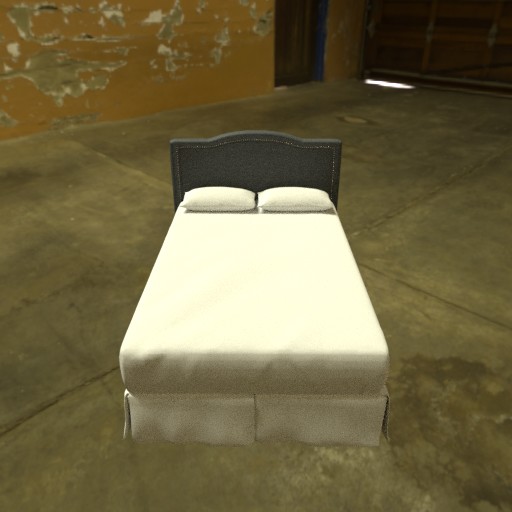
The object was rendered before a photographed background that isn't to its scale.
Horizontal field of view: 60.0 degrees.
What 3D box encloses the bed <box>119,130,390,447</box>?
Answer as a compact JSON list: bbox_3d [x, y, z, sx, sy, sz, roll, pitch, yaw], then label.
[{"bbox_3d":[0.000,0.000,3.582,1.747,1.441,2.507,0,29,0],"label":"bed"}]
